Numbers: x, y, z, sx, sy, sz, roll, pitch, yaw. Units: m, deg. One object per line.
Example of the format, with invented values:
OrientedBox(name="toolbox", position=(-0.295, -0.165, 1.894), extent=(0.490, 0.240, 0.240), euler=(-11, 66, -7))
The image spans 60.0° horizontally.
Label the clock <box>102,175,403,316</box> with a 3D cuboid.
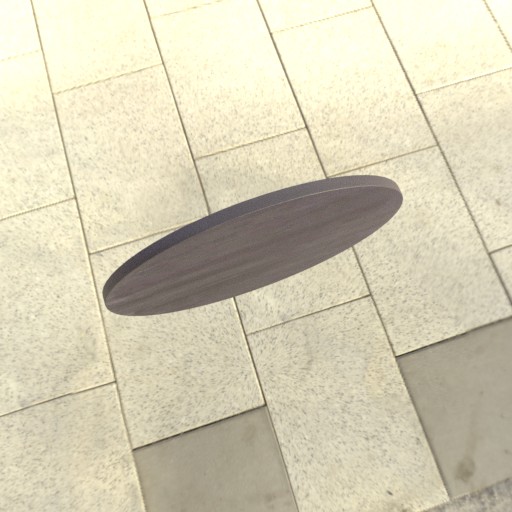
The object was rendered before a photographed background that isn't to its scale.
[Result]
OrientedBox(name="clock", position=(0.000, 0.000, 0.885), extent=(0.595, 0.595, 0.029), euler=(-19, 76, -5))
